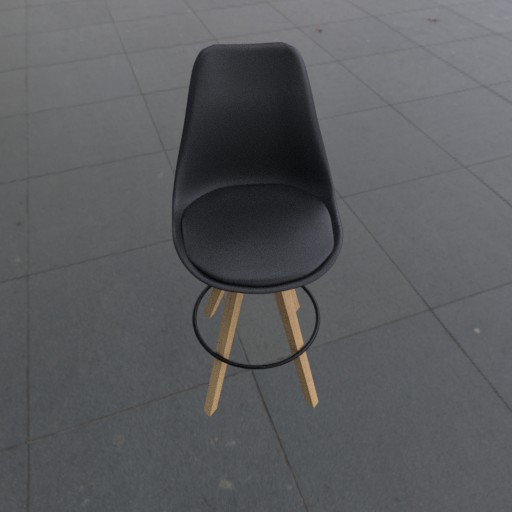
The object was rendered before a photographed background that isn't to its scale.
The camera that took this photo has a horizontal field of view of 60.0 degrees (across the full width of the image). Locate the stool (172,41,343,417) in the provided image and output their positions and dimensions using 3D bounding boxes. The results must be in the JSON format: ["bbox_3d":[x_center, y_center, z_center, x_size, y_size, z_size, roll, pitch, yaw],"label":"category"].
[{"bbox_3d":[0.000,0.000,1.408,0.485,1.115,0.550,-4,46,-3],"label":"stool"}]
